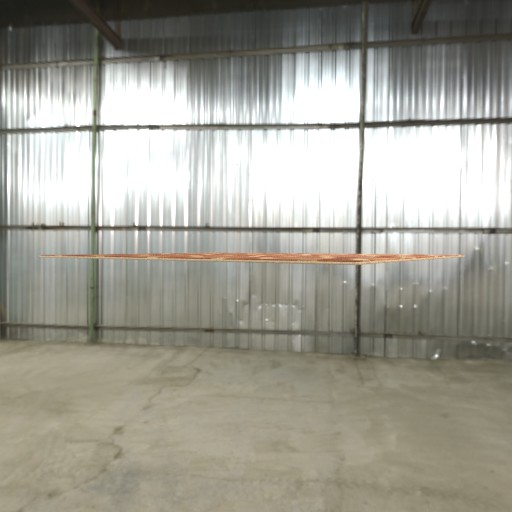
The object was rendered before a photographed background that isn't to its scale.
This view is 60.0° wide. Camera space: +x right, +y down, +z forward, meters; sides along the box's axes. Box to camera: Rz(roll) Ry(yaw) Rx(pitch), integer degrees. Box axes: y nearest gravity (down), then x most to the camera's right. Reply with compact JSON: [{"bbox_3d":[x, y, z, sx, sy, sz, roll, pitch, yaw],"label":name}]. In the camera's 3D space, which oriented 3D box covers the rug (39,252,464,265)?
[{"bbox_3d":[0.000,0.000,4.076,3.049,0.021,2.466,1,1,37],"label":"rug"}]
